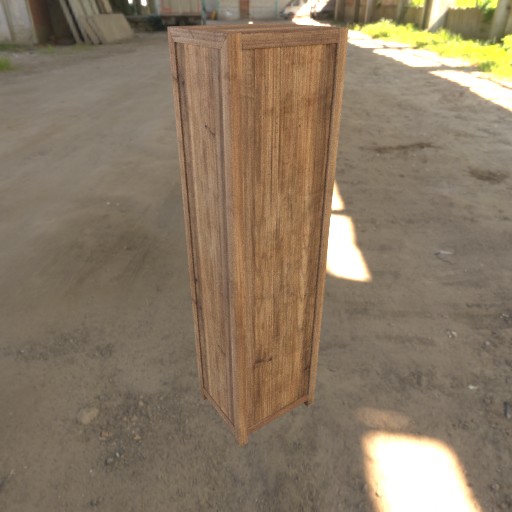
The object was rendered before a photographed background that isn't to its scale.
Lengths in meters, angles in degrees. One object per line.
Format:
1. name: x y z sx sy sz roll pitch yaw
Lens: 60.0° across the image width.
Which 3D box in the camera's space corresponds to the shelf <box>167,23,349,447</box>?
1. shelf: 0.000 0.000 2.067 0.500 1.900 0.428 -19 35 -30
